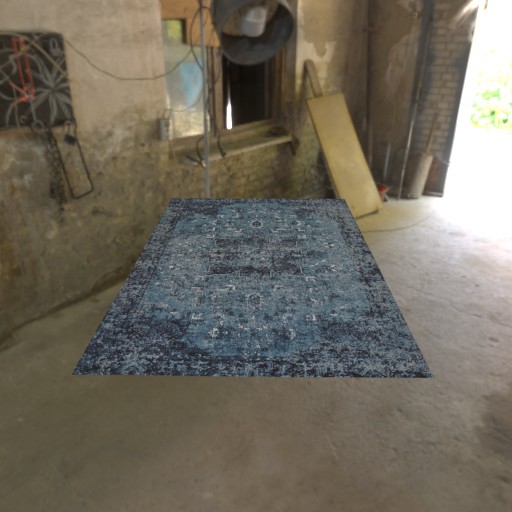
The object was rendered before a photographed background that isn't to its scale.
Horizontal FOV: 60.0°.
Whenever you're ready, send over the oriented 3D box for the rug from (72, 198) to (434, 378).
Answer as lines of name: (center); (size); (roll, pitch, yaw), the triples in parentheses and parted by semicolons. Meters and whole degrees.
rug: (0.000, 0.000, 2.305); (1.219, 0.005, 1.828); (0, 26, 1)
